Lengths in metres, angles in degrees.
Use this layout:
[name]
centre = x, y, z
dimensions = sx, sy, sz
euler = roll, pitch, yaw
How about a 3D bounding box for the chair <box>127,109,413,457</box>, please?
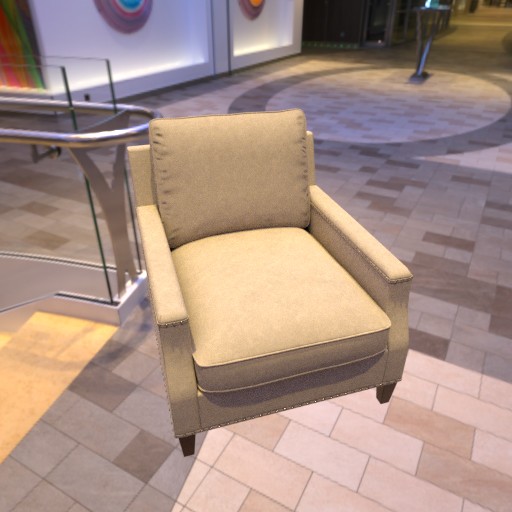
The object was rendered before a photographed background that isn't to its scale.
[chair]
centre = 0.000, 0.000, 1.753
dimensions = 0.853, 0.943, 1.014
euler = -9, 32, -15
